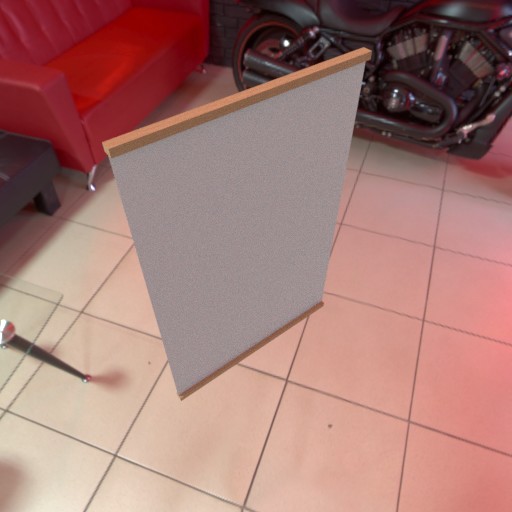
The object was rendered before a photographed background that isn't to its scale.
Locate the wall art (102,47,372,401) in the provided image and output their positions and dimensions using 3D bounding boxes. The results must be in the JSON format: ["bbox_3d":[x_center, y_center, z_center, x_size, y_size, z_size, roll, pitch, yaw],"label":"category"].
[{"bbox_3d":[0.000,0.000,1.920,0.991,1.510,0.040,-29,54,-24],"label":"wall art"}]
